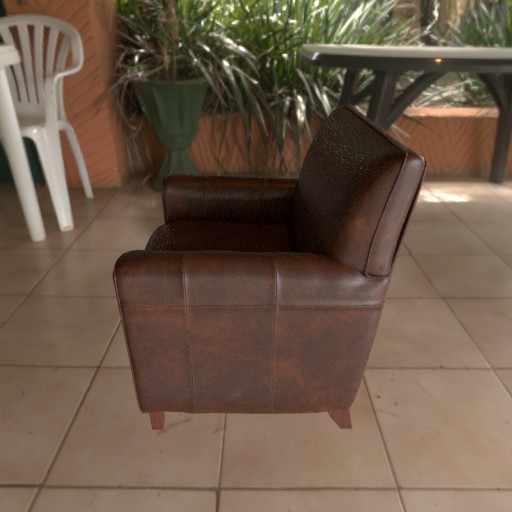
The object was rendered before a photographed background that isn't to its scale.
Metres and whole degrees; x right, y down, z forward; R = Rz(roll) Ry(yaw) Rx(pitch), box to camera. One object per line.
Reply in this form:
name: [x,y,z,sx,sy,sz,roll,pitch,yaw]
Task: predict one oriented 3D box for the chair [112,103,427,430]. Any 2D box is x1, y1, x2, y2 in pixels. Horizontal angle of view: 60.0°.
chair: [0.000,0.000,1.602,0.823,0.943,0.870,0,27,-1]
